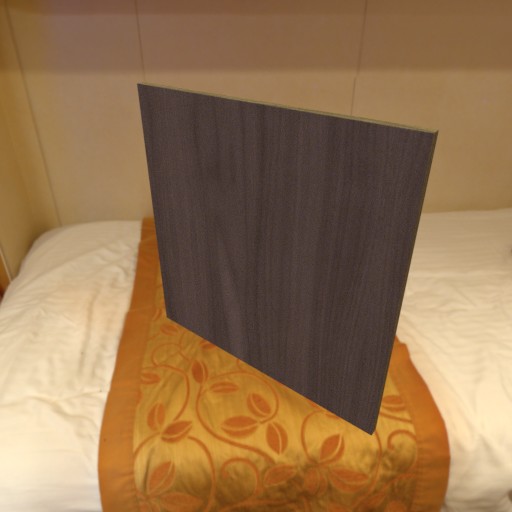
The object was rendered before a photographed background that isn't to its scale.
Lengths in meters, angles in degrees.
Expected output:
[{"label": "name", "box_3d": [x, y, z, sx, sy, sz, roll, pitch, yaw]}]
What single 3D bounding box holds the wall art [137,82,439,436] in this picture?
[{"label": "wall art", "box_3d": [0.000, 0.000, 0.755, 0.508, 0.507, 0.016, 22, 37, 32]}]
